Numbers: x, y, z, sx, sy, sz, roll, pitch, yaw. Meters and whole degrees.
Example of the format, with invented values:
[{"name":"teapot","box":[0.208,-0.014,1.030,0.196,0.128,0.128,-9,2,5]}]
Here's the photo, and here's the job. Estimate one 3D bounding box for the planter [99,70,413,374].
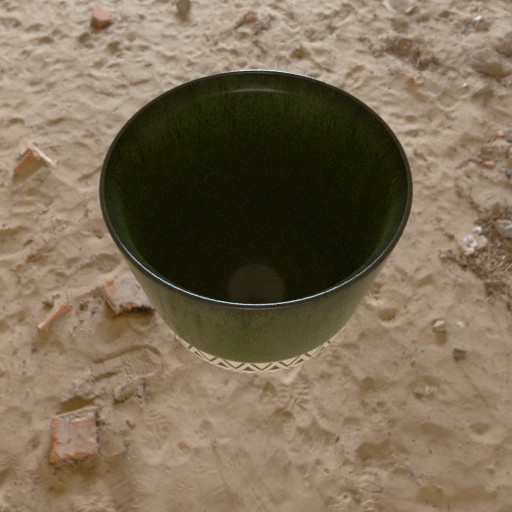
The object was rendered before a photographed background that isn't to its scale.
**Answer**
[{"name":"planter","box":[0.000,0.000,0.465,0.245,0.270,0.245,0,59,0]}]
